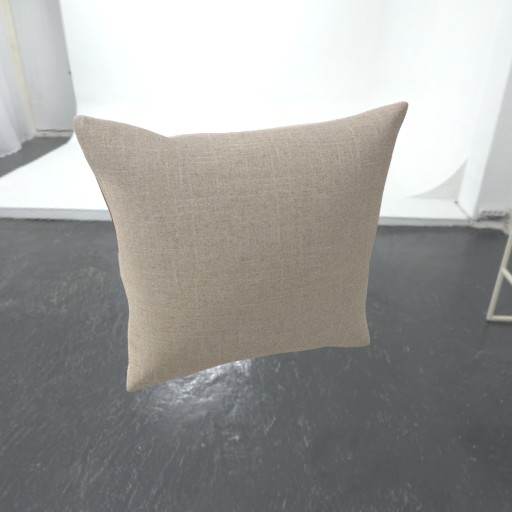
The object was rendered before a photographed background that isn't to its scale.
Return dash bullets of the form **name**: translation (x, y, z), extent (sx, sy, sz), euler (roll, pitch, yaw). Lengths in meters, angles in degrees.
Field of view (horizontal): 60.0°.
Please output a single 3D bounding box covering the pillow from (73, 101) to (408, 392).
- **pillow**: translation (0.000, 0.000, 0.620), extent (0.414, 0.399, 0.173), euler (-7, 28, -14)
